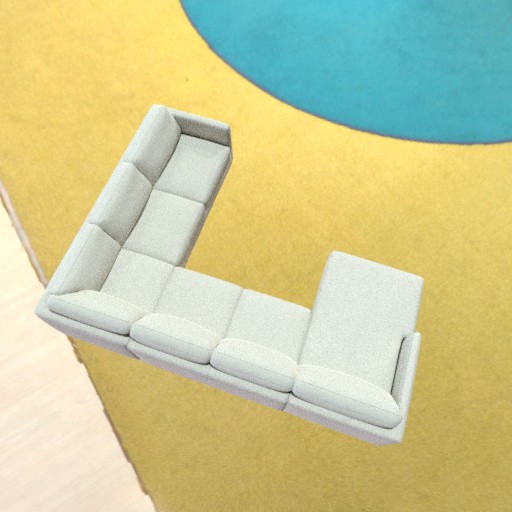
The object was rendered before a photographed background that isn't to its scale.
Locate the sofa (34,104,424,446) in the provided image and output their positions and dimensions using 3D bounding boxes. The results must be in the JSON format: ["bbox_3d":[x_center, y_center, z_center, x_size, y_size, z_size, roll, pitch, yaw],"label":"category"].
[{"bbox_3d":[0.000,0.000,4.330,3.238,0.853,2.551,17,66,8],"label":"sofa"}]
